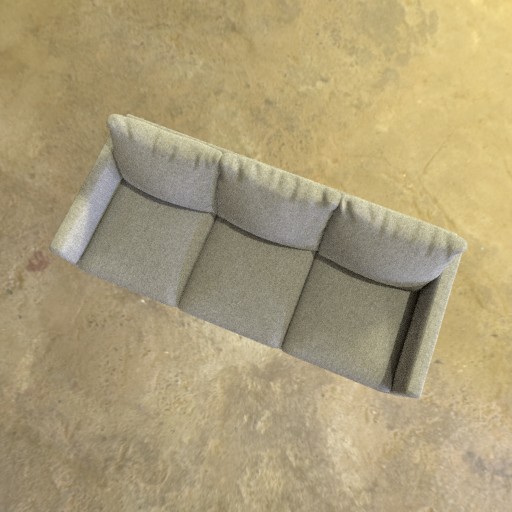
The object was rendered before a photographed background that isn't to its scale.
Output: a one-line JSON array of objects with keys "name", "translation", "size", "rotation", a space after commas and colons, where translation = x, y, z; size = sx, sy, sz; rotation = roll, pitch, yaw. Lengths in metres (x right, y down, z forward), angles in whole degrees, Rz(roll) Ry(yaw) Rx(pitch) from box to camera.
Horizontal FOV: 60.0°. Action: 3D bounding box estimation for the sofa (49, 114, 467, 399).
[{"name": "sofa", "translation": [0.000, 0.000, 2.437], "size": [2.000, 0.830, 0.850], "rotation": [21, 76, 5]}]
